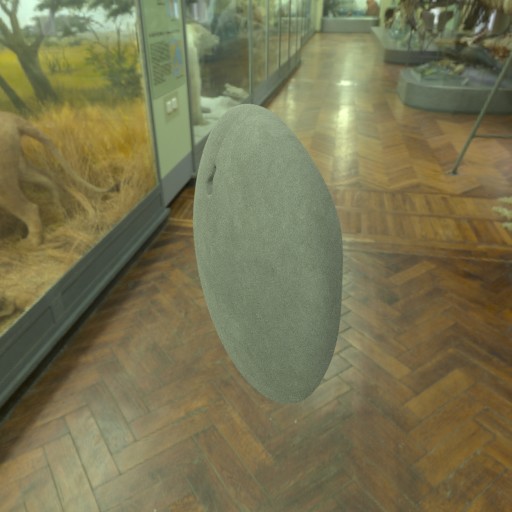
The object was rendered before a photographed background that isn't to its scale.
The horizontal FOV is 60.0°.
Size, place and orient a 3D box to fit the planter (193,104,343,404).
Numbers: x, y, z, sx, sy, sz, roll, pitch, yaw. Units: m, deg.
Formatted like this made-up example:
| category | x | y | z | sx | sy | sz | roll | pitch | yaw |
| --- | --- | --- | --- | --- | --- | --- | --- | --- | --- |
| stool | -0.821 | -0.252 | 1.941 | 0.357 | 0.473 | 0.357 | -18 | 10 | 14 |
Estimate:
| category | x | y | z | sx | sy | sz | roll | pitch | yaw |
| --- | --- | --- | --- | --- | --- | --- | --- | --- | --- |
| planter | 0.000 | 0.000 | 0.289 | 0.071 | 0.188 | 0.185 | -10 | 32 | -17 |
